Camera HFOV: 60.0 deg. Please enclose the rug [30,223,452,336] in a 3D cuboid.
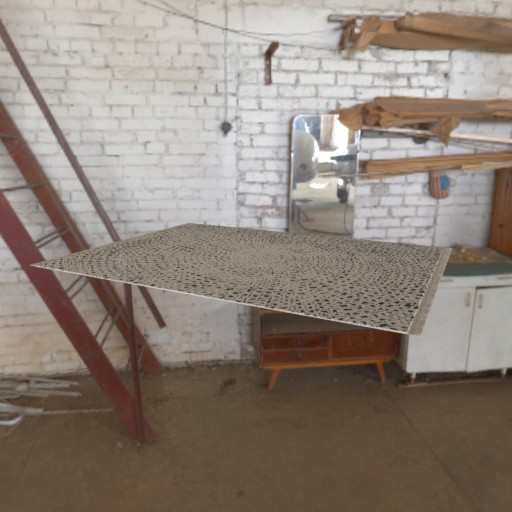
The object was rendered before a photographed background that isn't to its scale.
[{"bbox_3d":[0.000,0.000,2.105,1.634,0.003,1.190,7,16,26],"label":"rug"}]
